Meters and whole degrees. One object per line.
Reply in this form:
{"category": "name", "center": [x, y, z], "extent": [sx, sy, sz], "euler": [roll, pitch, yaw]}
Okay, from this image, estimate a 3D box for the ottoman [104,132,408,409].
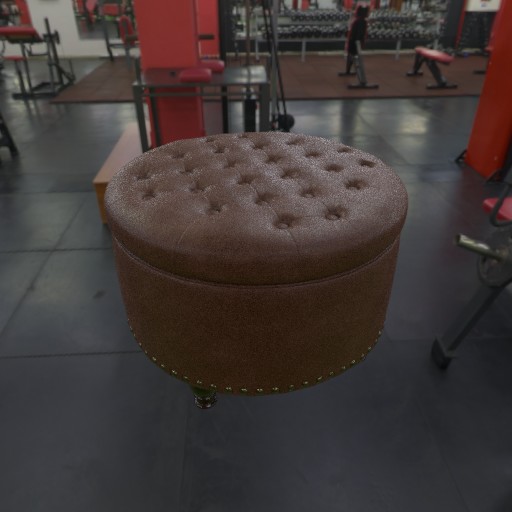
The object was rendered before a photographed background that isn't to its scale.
{"category": "ottoman", "center": [0.000, 0.000, 1.059], "extent": [0.637, 0.442, 0.637], "euler": [0, 32, 0]}
